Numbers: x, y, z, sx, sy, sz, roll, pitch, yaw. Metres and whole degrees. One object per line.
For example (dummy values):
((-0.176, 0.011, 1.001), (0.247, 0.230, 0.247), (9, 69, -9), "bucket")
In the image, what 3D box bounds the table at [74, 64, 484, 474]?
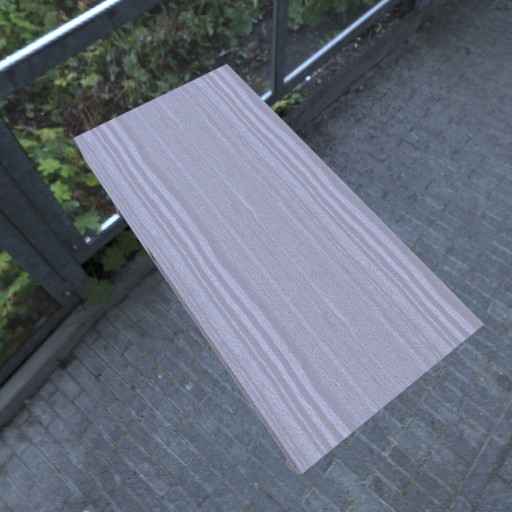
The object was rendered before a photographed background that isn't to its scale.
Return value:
((0.000, 0.000, 1.493), (0.600, 0.450, 1.200), (-32, 67, -15), "table")
